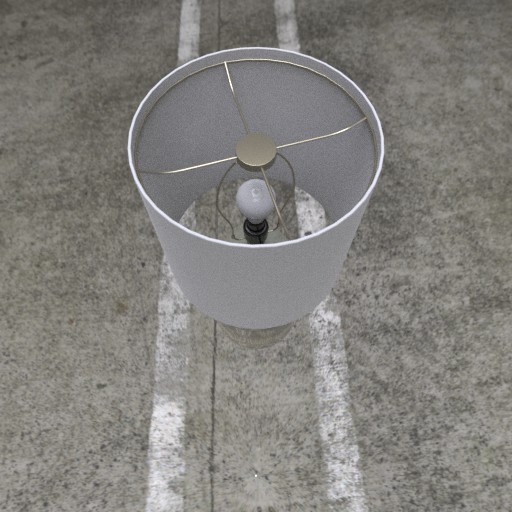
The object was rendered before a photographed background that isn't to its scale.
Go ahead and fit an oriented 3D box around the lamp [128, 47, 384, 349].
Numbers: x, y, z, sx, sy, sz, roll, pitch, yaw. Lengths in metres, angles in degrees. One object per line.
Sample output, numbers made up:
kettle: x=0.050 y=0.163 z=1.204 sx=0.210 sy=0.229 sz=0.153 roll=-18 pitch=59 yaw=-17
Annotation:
lamp: x=0.000 y=0.000 z=0.571 sx=0.211 sy=0.455 sz=0.211 roll=-2 pitch=64 yaw=-1
